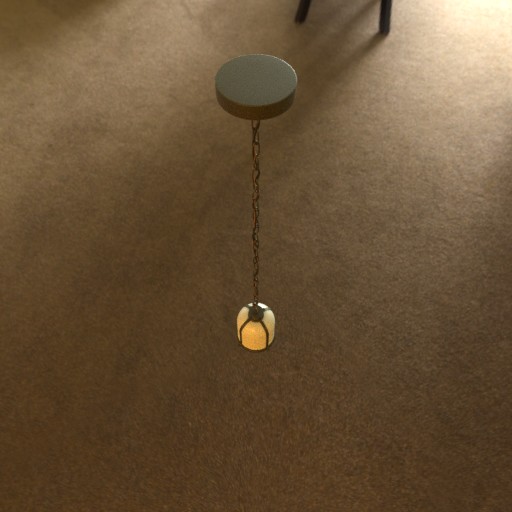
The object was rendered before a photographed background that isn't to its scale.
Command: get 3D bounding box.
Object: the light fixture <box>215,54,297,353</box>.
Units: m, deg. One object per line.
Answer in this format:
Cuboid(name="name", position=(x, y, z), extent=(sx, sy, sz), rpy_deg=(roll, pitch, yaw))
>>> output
Cuboid(name="light fixture", position=(0.000, 0.000, 1.283), extent=(0.178, 1.181, 0.178), rpy_deg=(-32, 63, -18))
